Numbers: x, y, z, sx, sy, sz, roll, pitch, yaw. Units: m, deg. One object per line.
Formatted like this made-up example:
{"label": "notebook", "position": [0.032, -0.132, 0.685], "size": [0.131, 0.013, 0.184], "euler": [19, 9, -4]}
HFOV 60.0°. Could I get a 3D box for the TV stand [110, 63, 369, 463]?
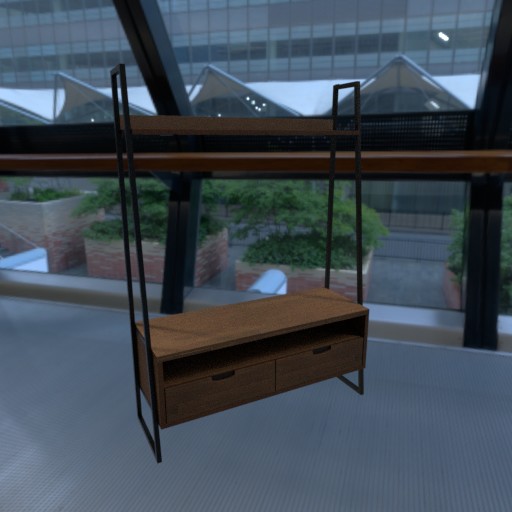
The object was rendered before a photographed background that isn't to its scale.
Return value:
{"label": "TV stand", "position": [0.000, 0.000, 2.302], "size": [1.250, 1.772, 0.432], "euler": [-8, 17, -27]}
